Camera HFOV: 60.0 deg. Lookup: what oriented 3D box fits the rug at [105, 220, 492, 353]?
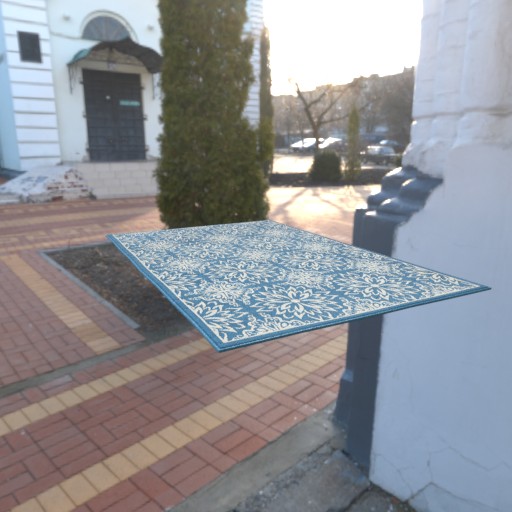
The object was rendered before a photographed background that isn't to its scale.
[{"bbox_3d":[0.000,0.000,3.505,1.830,0.018,2.769,-8,16,-27],"label":"rug"}]
